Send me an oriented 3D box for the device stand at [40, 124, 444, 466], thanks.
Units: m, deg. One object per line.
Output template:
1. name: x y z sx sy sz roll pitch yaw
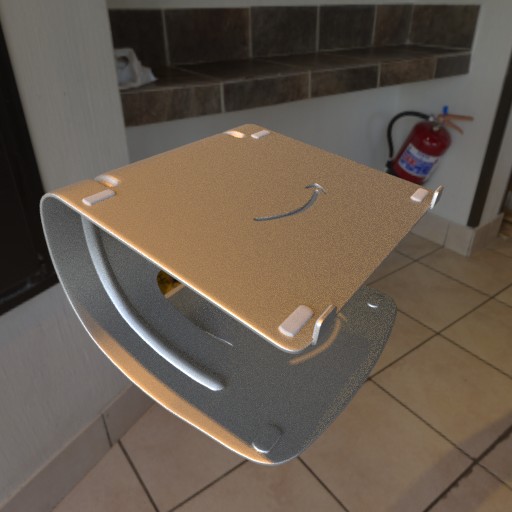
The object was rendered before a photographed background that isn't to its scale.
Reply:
1. device stand: 0.000 0.000 0.386 0.236 0.155 0.256 19 35 30
